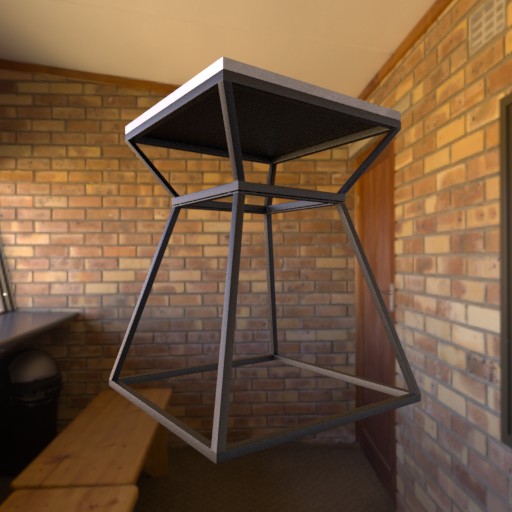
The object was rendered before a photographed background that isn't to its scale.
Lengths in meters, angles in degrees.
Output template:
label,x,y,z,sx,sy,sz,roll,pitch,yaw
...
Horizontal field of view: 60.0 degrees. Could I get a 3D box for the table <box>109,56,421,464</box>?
label,x,y,z,sx,sy,sz,roll,pitch,yaw
table,0.000,0.000,0.905,0.455,0.559,0.455,0,-1,-36
